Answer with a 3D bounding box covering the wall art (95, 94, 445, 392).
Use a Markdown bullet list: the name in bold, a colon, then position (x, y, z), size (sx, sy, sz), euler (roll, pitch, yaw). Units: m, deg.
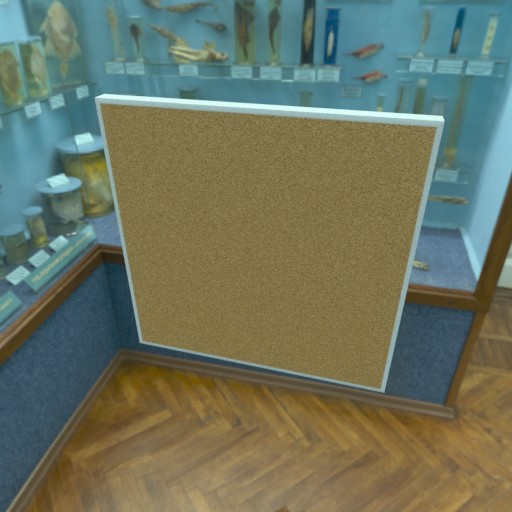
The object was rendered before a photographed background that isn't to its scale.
- **wall art**: position (0.000, 0.000, 1.162), size (0.768, 0.765, 0.041), euler (8, 33, 13)
